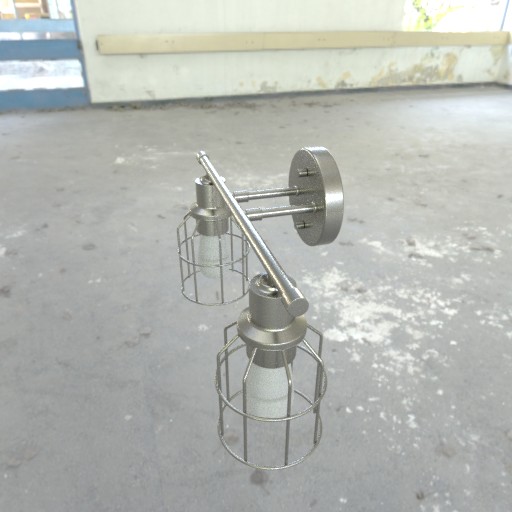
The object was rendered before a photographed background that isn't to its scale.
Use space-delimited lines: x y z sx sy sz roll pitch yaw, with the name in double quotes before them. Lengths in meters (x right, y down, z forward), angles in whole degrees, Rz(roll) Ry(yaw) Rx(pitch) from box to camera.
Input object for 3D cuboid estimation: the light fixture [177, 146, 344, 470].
"light fixture" 0.000 0.000 0.543 0.165 0.254 0.406 -8 30 -14
